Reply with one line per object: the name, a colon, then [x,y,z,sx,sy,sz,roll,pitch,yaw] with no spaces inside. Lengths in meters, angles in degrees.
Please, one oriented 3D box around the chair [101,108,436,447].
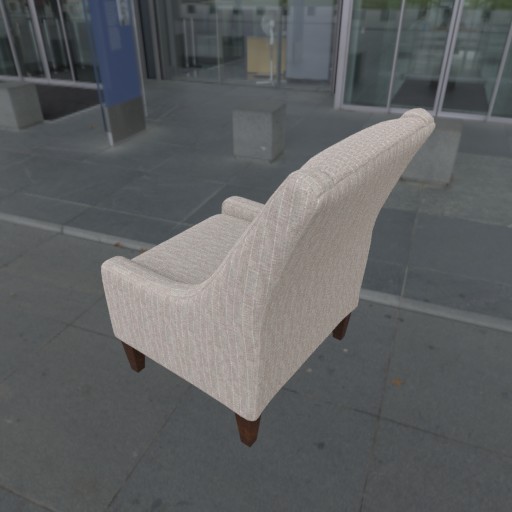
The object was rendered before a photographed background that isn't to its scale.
chair: [0.000,0.000,1.603,0.870,1.014,0.774,21,37,31]
